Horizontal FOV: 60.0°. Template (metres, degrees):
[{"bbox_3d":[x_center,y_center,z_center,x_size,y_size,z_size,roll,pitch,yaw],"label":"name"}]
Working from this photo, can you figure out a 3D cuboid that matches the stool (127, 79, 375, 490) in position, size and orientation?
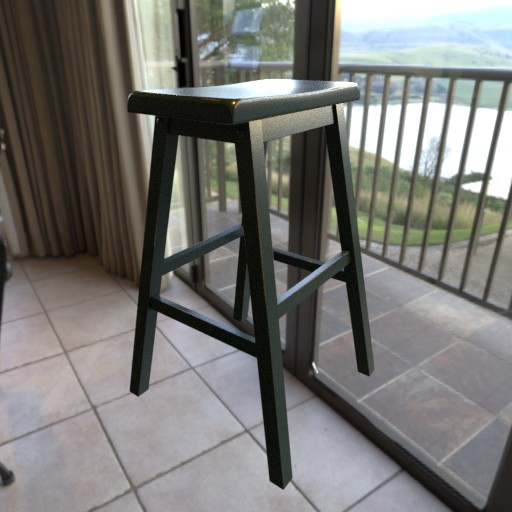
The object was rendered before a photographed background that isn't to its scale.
[{"bbox_3d":[0.000,0.000,1.028,0.476,0.737,0.457,17,30,33],"label":"stool"}]
